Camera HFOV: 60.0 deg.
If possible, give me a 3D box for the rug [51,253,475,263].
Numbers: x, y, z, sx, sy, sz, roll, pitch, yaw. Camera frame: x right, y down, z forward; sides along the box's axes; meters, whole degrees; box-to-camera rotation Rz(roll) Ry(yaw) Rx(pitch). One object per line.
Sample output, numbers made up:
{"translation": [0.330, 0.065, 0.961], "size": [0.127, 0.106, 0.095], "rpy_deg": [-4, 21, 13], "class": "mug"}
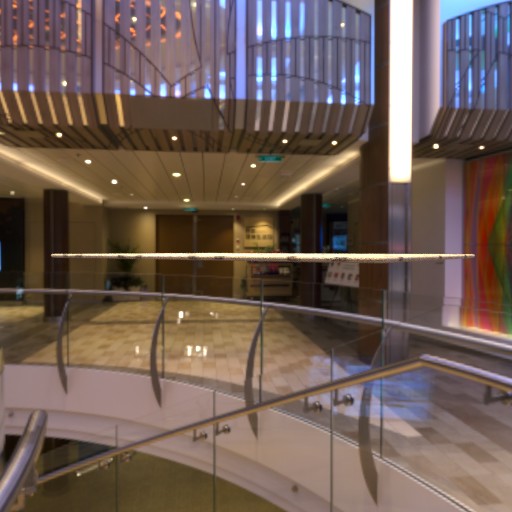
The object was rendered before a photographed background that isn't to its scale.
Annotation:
{"translation": [0.000, 0.000, 3.374], "size": [2.701, 0.026, 1.801], "rpy_deg": [1, 1, 38], "class": "rug"}
